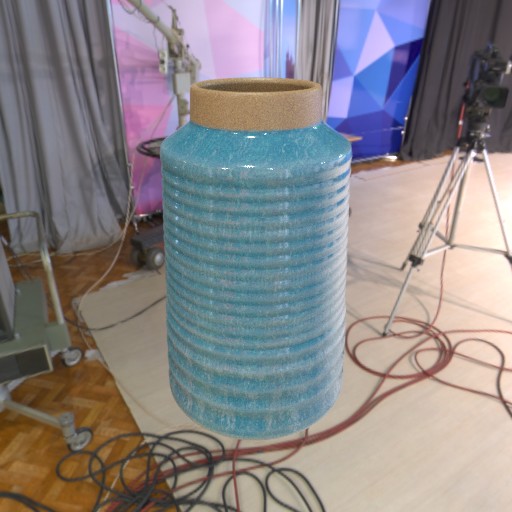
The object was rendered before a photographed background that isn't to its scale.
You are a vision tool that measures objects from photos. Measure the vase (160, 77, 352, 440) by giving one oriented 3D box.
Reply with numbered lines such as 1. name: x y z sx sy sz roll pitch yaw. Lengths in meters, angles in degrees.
1. vase: 0.000 0.000 0.367 0.163 0.267 0.163 0 28 0
